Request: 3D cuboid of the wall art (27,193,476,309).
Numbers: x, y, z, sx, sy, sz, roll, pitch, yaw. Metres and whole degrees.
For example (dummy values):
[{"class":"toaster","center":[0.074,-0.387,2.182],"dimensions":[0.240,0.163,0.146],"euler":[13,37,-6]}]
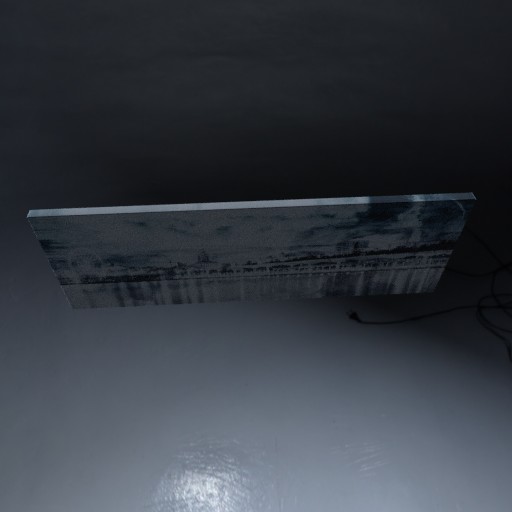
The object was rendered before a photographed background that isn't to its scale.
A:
[{"class":"wall art","center":[0.000,0.000,1.696],"dimensions":[1.524,0.509,0.037],"euler":[-3,46,-2]}]
